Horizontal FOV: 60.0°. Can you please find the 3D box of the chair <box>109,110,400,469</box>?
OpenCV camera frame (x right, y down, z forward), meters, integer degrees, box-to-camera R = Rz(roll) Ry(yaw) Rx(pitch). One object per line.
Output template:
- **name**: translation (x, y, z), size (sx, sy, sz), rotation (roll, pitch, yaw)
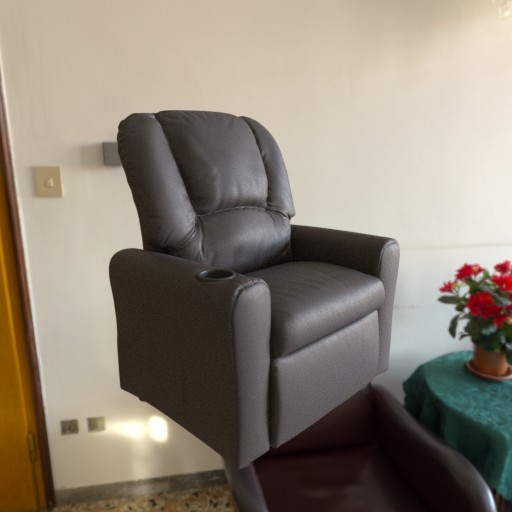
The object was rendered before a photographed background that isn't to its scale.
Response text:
- **chair**: translation (0.000, 0.000, 1.098), size (0.521, 0.709, 0.610), rotation (13, 19, 43)
